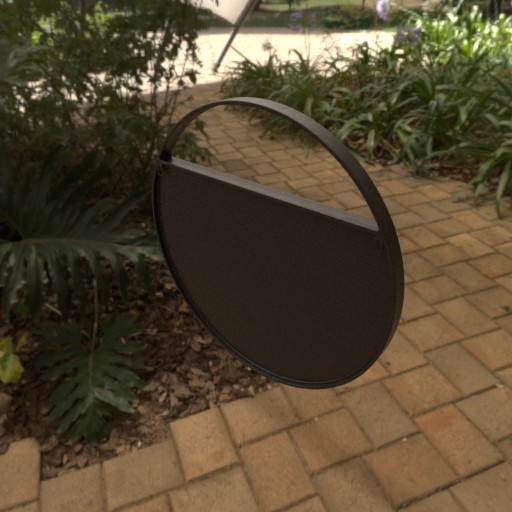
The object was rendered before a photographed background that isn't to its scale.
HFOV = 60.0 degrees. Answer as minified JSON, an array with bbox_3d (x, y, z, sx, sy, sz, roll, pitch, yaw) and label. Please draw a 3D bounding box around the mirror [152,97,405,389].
[{"bbox_3d":[0.000,0.000,0.835,0.565,0.565,0.032,23,38,33],"label":"mirror"}]
